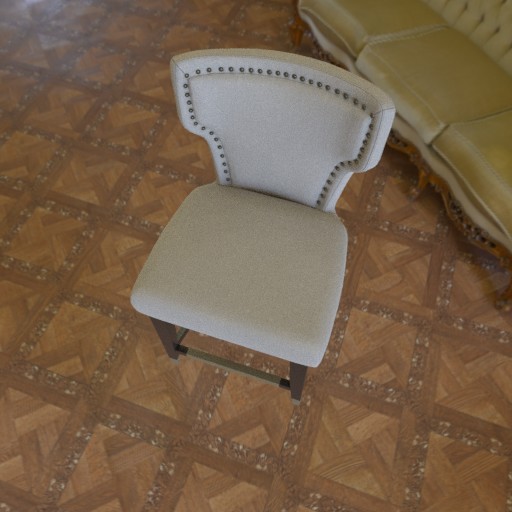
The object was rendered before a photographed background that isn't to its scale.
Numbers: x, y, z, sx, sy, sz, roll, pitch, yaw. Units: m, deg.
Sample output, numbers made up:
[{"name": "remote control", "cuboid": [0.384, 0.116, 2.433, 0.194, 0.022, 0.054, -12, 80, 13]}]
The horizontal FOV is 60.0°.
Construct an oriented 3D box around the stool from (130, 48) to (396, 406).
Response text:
[{"name": "stool", "cuboid": [0.000, 0.000, 1.307, 0.527, 0.982, 0.563, 16, 59, 10]}]
